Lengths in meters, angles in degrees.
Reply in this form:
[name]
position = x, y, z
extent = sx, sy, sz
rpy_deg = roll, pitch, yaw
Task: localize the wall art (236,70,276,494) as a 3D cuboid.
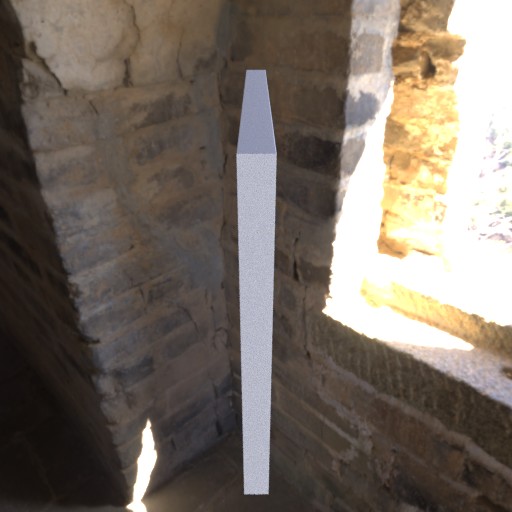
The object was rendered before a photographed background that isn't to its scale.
[wall art]
position = 0.000, 0.000, 0.737
extent = 0.035, 0.507, 0.508
rpy_deg = 0, 30, 0
